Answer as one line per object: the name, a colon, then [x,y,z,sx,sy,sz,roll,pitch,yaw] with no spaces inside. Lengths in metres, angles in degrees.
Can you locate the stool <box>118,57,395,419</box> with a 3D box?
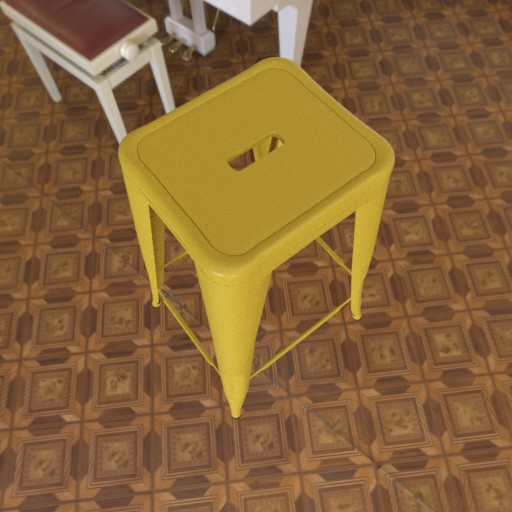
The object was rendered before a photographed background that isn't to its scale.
stool: [0.000,0.000,0.837,0.399,0.609,0.359,-35,69,-16]
